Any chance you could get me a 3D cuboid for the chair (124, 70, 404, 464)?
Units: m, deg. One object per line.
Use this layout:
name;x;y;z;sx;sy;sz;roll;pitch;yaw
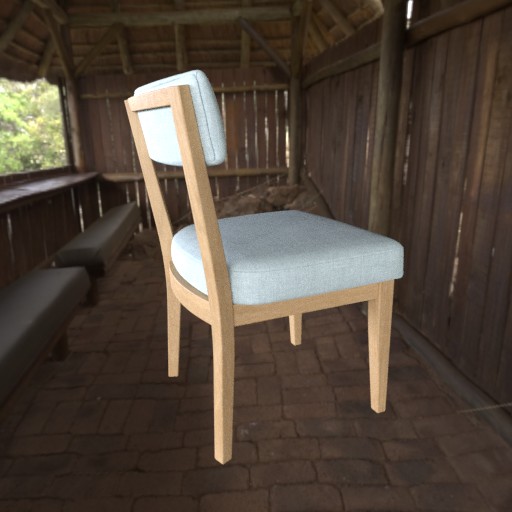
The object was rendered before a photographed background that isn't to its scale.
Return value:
chair;0.000;0.000;1.159;0.572;0.832;0.508;-8;18;-25
